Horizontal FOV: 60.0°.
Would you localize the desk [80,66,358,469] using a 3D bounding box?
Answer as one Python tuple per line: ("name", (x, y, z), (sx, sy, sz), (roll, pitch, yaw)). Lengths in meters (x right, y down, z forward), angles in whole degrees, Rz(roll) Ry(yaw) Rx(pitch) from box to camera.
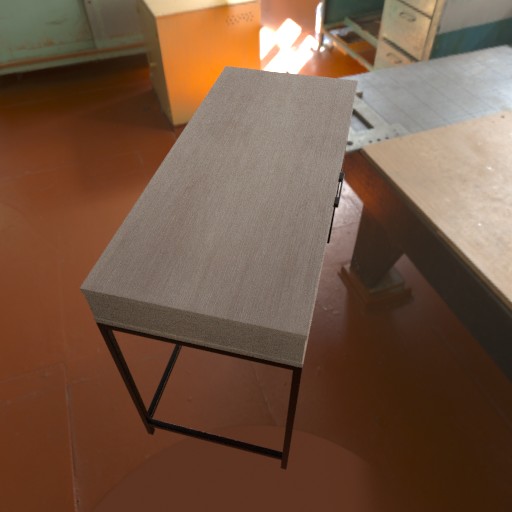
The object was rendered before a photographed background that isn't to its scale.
("desk", (0.000, 0.000, 1.454), (0.470, 0.762, 1.016), (10, 48, 9))
